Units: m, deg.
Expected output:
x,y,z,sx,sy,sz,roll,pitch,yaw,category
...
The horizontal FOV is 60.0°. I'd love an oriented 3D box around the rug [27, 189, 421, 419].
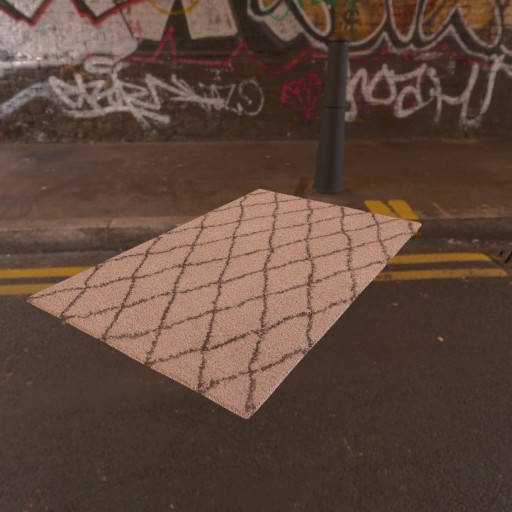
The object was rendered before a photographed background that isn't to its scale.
x,y,z,sx,sy,sz,roll,pitch,yaw,category
0.000,0.000,3.456,1.778,0.030,2.743,17,31,30,rug
